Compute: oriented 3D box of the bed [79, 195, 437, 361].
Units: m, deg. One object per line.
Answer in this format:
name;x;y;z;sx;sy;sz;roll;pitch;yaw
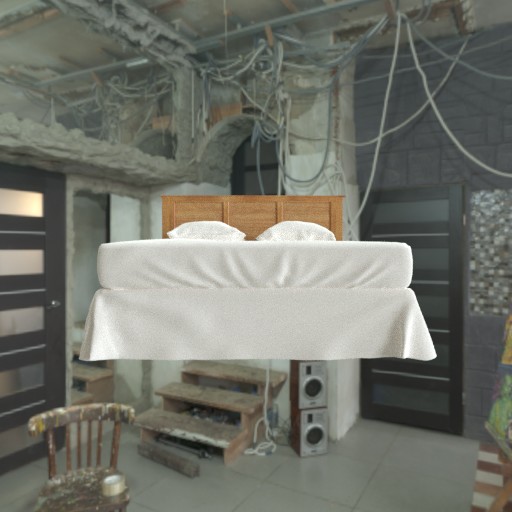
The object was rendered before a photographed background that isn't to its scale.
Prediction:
bed;0.000;0.000;3.733;2.317;1.270;2.215;0;1;0
